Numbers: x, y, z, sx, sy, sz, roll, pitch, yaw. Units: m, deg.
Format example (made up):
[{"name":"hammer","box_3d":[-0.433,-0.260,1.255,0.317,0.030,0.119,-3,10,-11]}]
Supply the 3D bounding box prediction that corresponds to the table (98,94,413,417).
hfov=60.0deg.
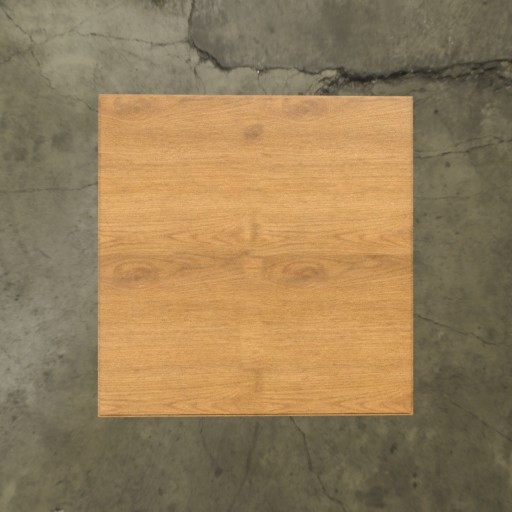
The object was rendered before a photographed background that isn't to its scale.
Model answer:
[{"name":"table","box_3d":[0.000,0.000,1.142,0.612,0.593,0.616,0,90,-1]}]
